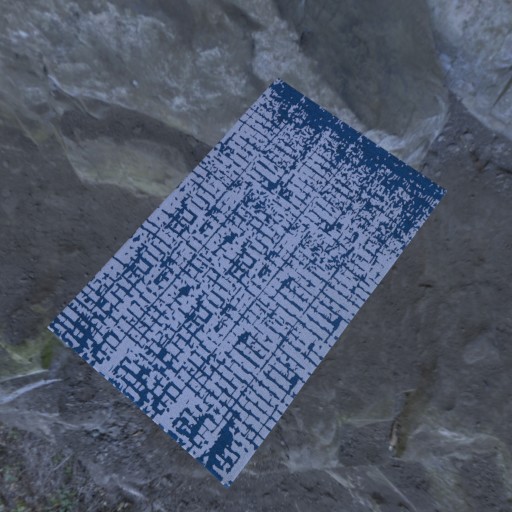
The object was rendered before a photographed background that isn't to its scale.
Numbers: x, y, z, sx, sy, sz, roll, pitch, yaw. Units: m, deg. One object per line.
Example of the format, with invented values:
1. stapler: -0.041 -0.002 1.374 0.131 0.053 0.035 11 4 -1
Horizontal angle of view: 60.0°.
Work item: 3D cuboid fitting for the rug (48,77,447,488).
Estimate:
1. rug: 0.000 0.000 3.002 1.517 0.011 2.435 37 77 10
